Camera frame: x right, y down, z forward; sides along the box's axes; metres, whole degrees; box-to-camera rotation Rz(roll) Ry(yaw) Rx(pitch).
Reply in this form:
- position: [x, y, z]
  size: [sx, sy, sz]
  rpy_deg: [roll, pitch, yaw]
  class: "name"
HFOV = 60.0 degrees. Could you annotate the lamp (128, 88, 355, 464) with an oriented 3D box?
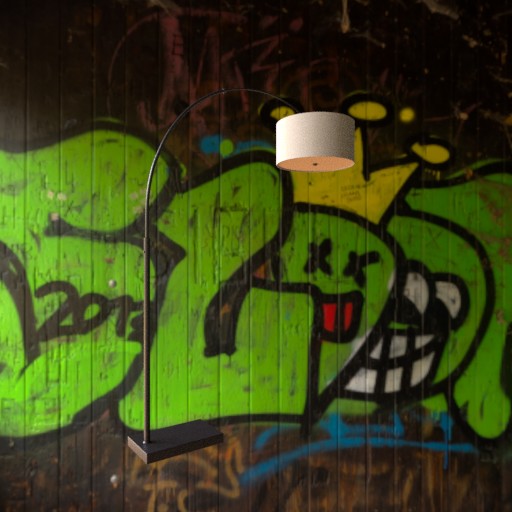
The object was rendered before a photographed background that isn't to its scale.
- position: [0.000, 0.000, 2.563]
  size: [1.424, 1.927, 0.493]
  rpy_deg: [0, 0, -36]
  class: "lamp"
